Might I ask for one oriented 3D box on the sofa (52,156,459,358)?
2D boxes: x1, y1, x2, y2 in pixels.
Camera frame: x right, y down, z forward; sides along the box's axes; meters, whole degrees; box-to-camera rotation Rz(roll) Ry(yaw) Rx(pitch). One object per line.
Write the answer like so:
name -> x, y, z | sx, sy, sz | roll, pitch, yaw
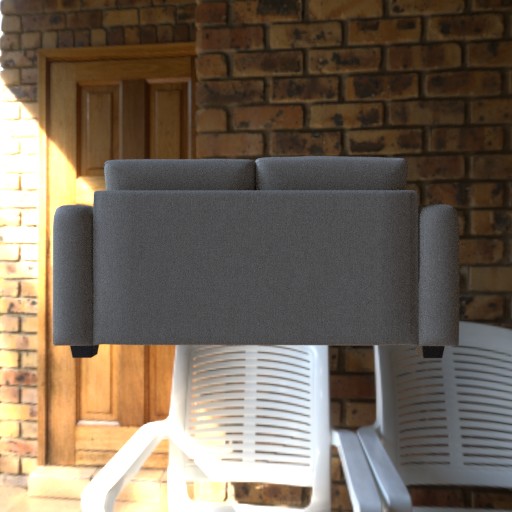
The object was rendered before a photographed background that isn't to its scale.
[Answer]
sofa -> 0.000, 0.000, 2.084 | 1.540, 0.800, 0.900 | 0, 0, 0
